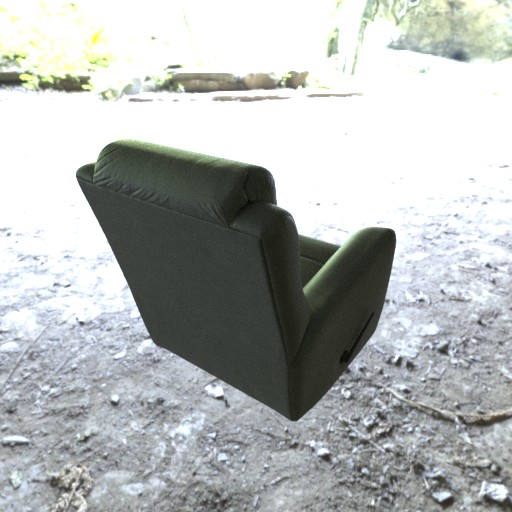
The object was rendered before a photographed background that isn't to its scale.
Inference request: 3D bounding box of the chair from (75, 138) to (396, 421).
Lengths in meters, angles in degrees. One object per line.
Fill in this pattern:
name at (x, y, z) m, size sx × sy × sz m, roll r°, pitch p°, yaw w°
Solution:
chair at (0.000, 0.000, 1.953) m, size 0.967 × 1.116 × 1.068 m, roll 20°, pitch 35°, yaw 31°
